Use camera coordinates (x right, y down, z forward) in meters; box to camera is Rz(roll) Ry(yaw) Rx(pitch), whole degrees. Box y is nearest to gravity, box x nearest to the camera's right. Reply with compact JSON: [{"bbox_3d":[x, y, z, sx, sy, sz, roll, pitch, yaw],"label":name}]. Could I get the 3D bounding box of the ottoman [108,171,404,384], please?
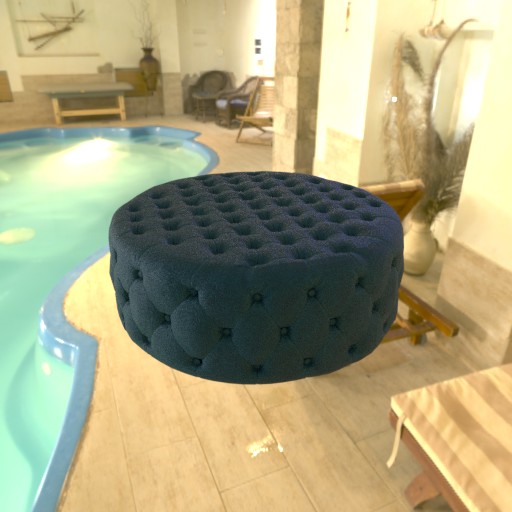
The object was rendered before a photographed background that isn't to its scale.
[{"bbox_3d":[0.000,0.000,1.577,0.998,0.398,0.998,0,26,0],"label":"ottoman"}]
